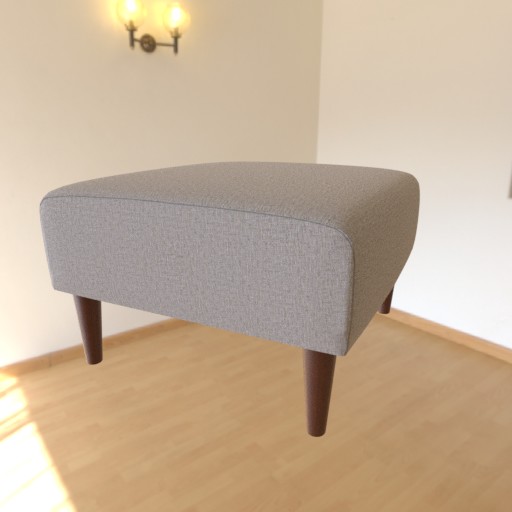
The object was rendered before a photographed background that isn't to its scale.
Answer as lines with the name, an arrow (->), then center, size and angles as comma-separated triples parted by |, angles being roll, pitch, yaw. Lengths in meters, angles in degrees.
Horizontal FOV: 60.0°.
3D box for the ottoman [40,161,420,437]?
ottoman -> 0.000, 0.000, 1.033 | 0.648, 0.399, 0.655 | 8, 18, 26
